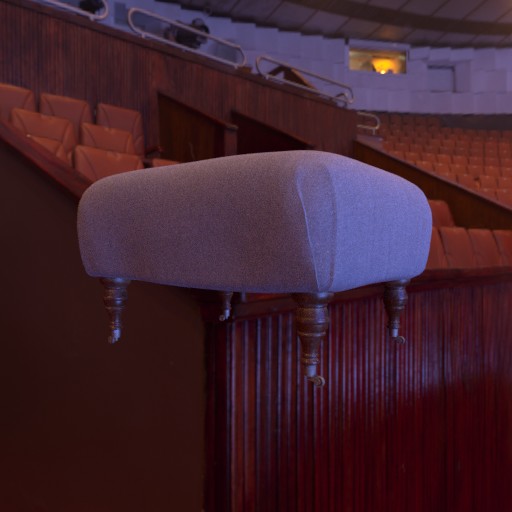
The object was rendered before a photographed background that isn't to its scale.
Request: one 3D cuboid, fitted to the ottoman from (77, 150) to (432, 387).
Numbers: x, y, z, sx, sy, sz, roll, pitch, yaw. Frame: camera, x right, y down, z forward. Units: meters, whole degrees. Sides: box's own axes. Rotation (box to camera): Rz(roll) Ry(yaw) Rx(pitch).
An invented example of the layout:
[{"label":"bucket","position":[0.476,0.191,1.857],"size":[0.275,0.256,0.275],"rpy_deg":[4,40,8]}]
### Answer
[{"label":"ottoman","position":[0.000,0.000,1.144],"size":[0.747,0.450,0.622],"rpy_deg":[1,1,37]}]
